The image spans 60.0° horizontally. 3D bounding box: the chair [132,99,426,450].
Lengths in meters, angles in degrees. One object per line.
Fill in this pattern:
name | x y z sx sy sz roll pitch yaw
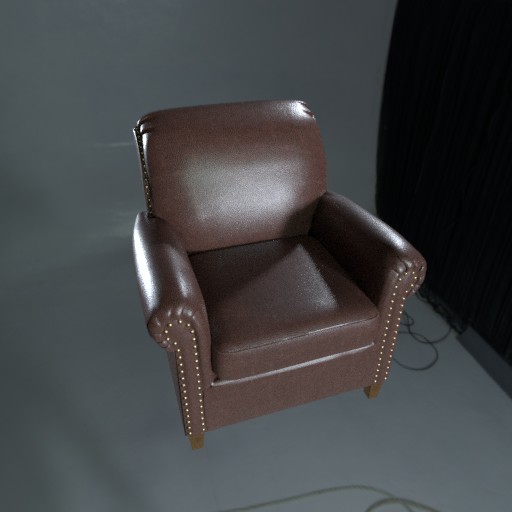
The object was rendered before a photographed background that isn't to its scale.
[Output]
chair | 0.000 0.000 1.609 0.854 0.927 0.890 -10 34 -15
